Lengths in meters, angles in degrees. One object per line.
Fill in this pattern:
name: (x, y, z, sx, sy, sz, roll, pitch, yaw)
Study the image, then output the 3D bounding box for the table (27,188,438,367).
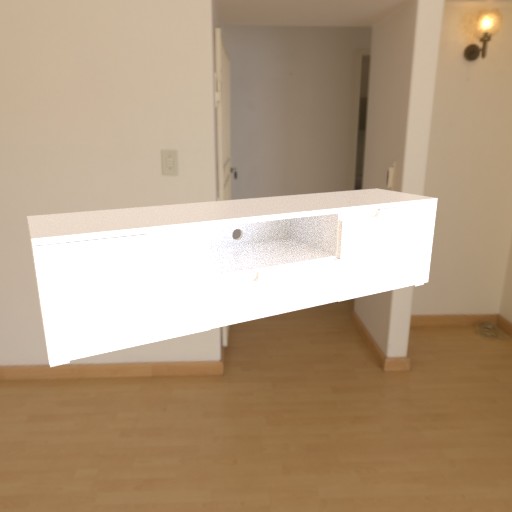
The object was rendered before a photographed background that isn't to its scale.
table: (0.000, 0.000, 1.851, 1.650, 0.420, 0.390, -8, 18, -27)
